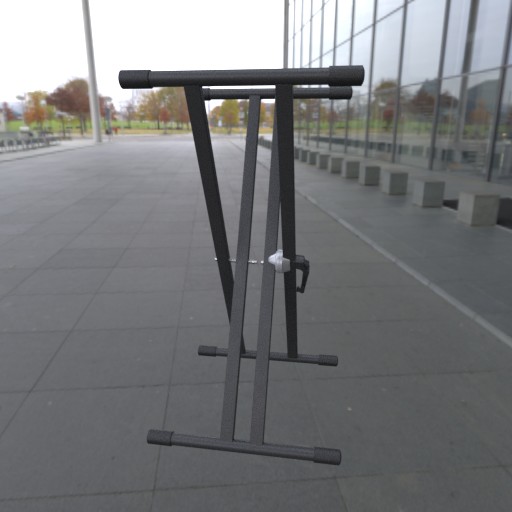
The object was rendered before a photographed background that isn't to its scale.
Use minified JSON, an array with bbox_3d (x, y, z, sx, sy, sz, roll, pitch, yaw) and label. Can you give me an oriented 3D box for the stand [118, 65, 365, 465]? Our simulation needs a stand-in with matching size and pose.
[{"bbox_3d":[0.000,0.000,1.212,0.495,0.900,0.503,3,17,9],"label":"stand"}]
